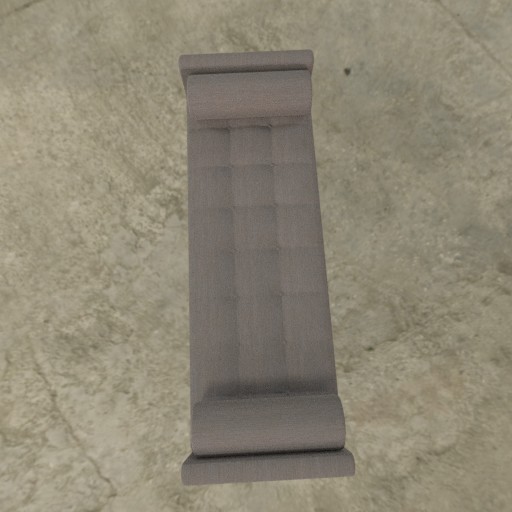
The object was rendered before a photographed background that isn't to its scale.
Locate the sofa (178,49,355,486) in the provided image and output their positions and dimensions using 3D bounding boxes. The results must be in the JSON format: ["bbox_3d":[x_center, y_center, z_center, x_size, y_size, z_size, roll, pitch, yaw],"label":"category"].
[{"bbox_3d":[0.000,0.000,2.264,0.686,0.635,1.981,-3,75,-1],"label":"sofa"}]
